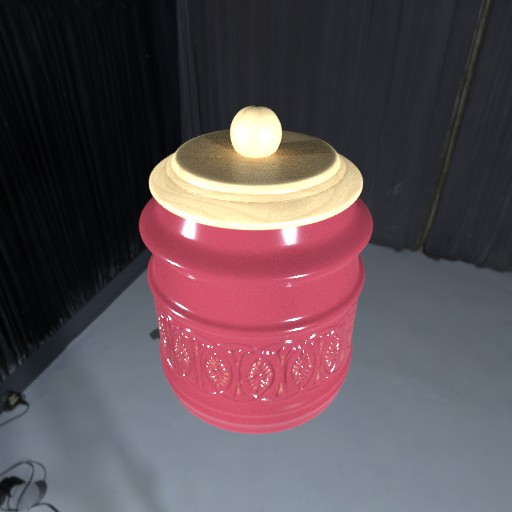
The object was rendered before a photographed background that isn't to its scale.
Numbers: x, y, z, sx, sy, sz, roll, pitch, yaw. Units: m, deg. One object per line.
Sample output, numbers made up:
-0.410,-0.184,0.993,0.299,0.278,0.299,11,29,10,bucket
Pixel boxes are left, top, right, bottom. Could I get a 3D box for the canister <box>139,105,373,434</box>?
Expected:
0.000,0.000,0.268,0.130,0.176,0.130,0,33,0,canister
